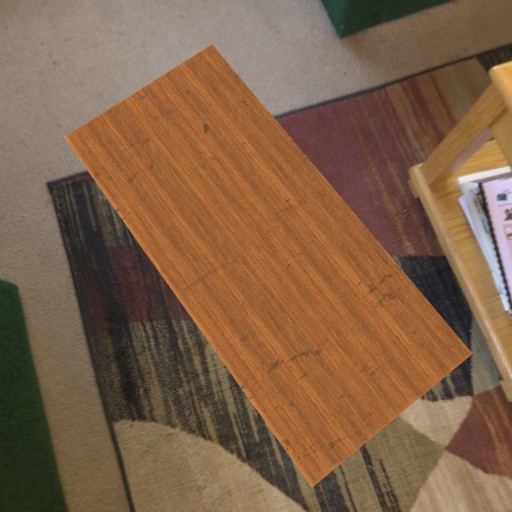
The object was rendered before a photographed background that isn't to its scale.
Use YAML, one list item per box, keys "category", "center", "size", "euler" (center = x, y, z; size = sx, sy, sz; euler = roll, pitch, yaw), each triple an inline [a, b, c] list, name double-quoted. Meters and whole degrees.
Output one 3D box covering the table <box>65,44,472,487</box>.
- category: "table"
  center: [0.000, 0.000, 2.668]
  size: [1.000, 0.757, 2.200]
  euler: [-36, 79, -8]
